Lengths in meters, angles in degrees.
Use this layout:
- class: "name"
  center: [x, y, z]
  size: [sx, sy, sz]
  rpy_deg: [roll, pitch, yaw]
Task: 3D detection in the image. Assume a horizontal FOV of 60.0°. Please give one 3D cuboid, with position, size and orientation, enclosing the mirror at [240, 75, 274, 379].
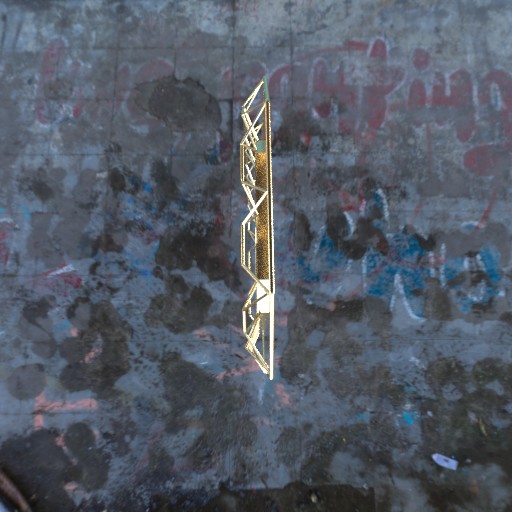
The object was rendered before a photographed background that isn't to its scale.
- class: "mirror"
  center: [0.000, 0.000, 1.109]
  size: [0.051, 0.870, 0.572]
  rpy_deg: [-1, 77, 0]
